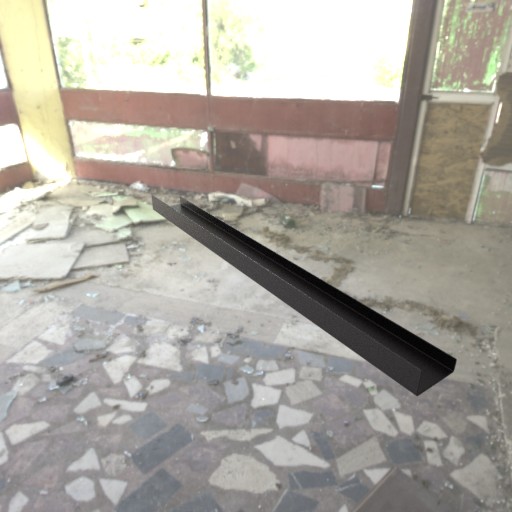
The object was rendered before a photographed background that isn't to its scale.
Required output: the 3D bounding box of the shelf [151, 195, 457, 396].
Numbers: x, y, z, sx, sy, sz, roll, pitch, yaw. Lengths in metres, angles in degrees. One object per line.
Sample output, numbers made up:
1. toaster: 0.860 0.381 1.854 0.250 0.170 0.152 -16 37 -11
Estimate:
1. shelf: 0.000 0.000 0.984 0.092 0.049 0.924 -17 31 -31
